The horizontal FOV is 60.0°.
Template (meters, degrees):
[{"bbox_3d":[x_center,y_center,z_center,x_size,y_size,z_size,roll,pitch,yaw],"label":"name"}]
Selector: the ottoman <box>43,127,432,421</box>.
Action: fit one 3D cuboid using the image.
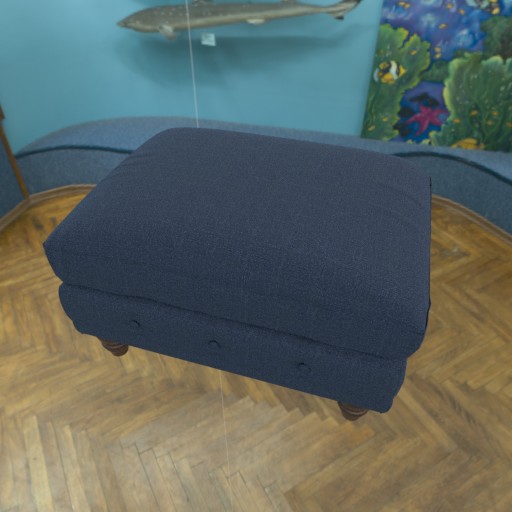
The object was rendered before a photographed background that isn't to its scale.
[{"bbox_3d":[0.000,0.000,1.107,0.767,0.486,0.558,11,42,13],"label":"ottoman"}]
